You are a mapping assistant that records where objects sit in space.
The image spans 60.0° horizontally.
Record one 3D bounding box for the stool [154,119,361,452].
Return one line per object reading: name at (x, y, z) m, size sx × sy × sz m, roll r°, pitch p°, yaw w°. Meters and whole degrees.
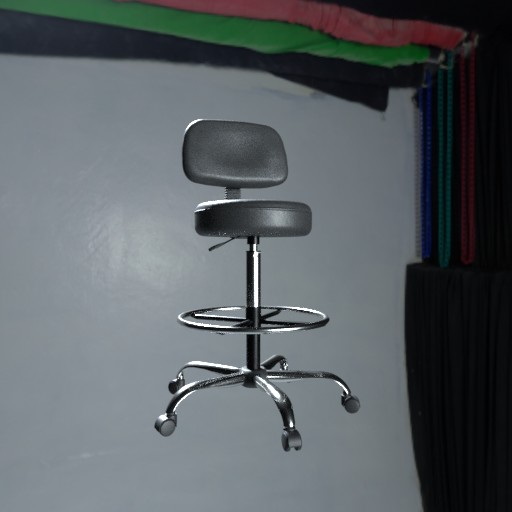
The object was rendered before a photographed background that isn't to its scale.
stool at (0.000, 0.000, 1.505) m, size 0.694 × 1.069 × 0.658 m, roll 0°, pitch 1°, yaw -19°
